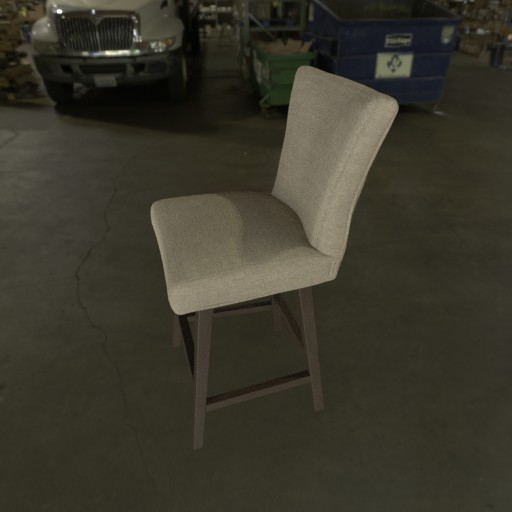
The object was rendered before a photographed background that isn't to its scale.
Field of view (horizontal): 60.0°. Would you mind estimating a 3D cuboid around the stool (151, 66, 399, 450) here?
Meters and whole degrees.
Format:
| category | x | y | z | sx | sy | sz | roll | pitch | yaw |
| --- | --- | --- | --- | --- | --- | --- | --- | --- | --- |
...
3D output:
| category | x | y | z | sx | sy | sz | roll | pitch | yaw |
| --- | --- | --- | --- | --- | --- | --- | --- | --- | --- |
| stool | 0.000 | 0.000 | 1.354 | 0.574 | 1.000 | 0.514 | -9 | 32 | -14 |
